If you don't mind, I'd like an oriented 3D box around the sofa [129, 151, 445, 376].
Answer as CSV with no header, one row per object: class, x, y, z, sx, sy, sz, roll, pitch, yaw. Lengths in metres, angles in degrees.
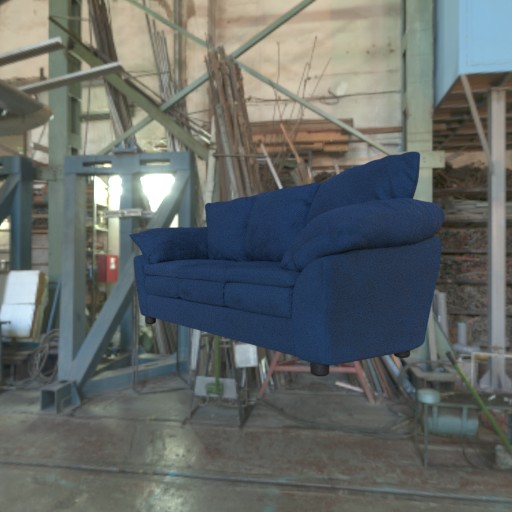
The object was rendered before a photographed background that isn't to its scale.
sofa,0.000,0.000,2.975,0.907,1.091,2.390,0,0,-36
